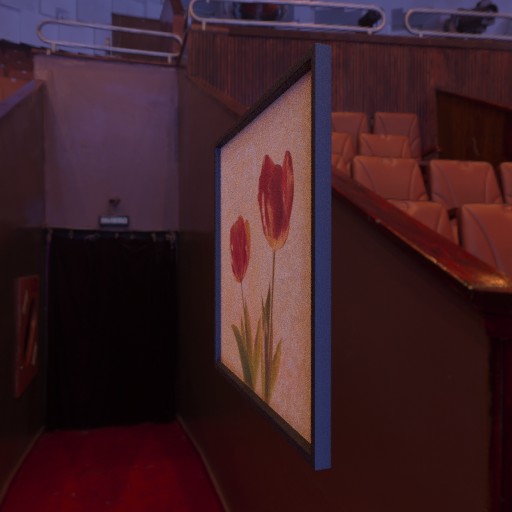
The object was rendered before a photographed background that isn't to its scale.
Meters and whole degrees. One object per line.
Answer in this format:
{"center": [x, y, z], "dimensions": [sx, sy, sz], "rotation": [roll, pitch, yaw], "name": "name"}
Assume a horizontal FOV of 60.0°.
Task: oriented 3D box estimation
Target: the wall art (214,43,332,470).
{"center": [0.000, 0.000, 1.221], "dimensions": [0.043, 0.807, 0.805], "rotation": [0, 0, -19], "name": "wall art"}
